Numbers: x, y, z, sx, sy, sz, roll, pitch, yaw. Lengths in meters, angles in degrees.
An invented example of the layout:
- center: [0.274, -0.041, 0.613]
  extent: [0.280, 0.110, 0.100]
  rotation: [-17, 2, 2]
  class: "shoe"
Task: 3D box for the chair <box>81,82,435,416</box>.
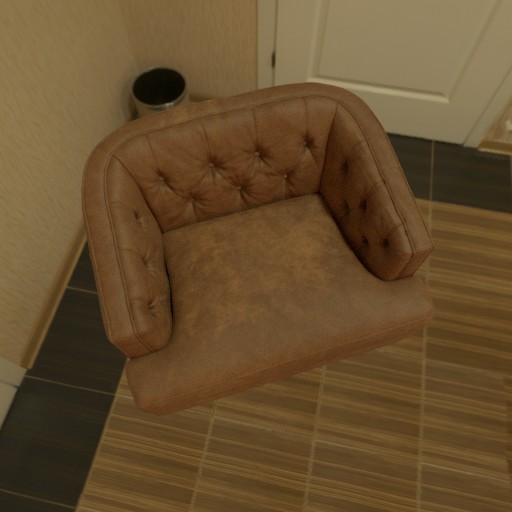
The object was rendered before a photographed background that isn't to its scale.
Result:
- center: [0.000, 0.000, 1.746]
  extent: [1.119, 0.836, 0.911]
  rotation: [-15, 65, -8]
  class: "chair"
